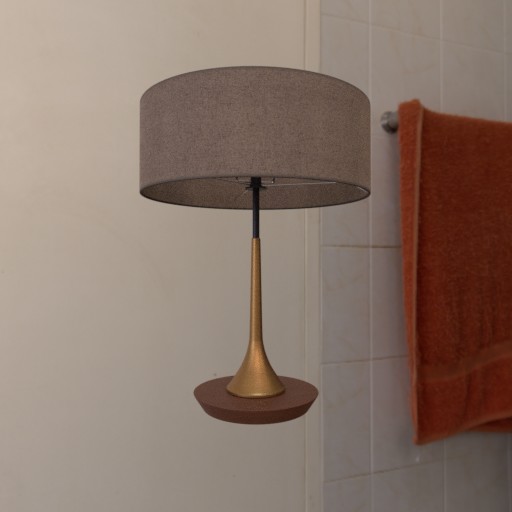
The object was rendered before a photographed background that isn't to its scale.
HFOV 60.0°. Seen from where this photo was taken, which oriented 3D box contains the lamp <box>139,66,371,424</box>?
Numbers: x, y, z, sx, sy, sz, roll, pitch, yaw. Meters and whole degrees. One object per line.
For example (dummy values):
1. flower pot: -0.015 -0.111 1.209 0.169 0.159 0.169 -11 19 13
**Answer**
1. lamp: 0.000 0.000 0.819 0.417 0.551 0.396 0 -1 -18
